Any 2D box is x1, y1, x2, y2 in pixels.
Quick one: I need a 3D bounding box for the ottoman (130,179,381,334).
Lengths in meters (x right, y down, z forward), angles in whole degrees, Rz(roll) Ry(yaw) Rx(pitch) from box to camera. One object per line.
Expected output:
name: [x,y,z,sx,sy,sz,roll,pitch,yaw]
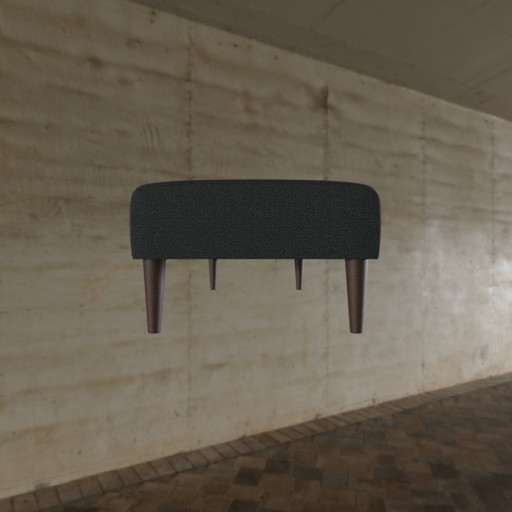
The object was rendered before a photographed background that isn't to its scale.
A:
ottoman: [0.000,0.000,1.872,0.646,0.393,1.609,0,0,0]
